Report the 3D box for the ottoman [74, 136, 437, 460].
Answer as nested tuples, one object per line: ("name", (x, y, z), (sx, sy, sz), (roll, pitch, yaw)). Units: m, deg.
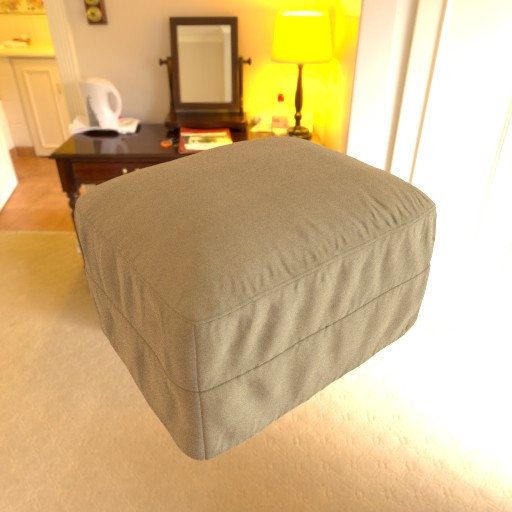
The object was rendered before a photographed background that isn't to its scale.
("ottoman", (0.000, 0.000, 1.079), (0.712, 0.480, 0.584), (-21, 37, -31))
